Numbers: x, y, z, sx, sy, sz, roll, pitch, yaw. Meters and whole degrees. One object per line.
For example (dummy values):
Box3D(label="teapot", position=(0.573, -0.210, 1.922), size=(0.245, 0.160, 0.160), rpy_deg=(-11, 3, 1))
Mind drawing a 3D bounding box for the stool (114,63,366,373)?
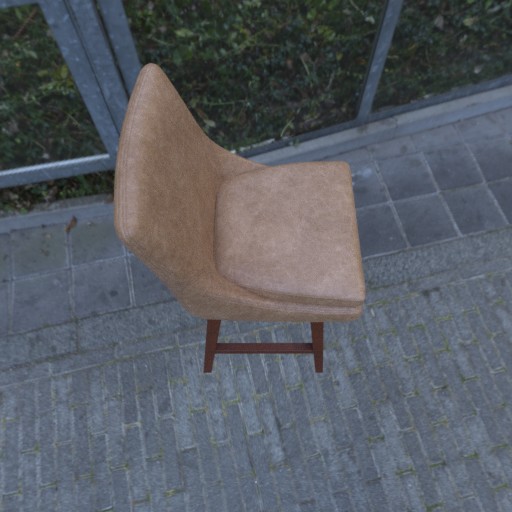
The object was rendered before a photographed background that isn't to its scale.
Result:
Box3D(label="stool", position=(0.000, 0.000, 1.383), size=(0.572, 1.079, 0.487), rpy_deg=(0, 63, 0))
